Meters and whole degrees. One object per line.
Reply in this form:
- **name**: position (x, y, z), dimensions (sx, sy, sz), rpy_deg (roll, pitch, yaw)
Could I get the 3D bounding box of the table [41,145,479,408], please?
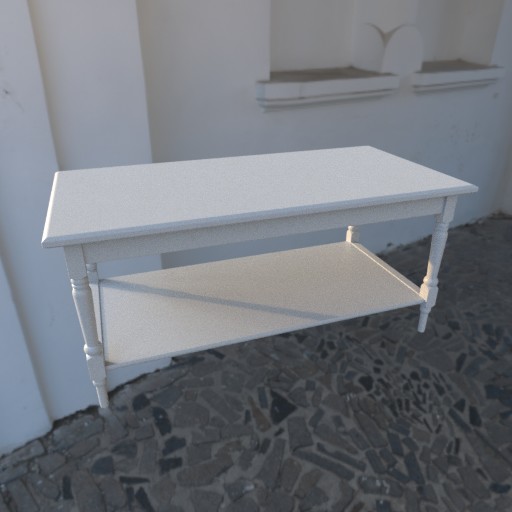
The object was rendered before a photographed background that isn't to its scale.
- **table**: position (0.000, 0.000, 1.398), dimensions (1.109, 0.506, 0.551), rpy_deg (-9, 27, -17)
